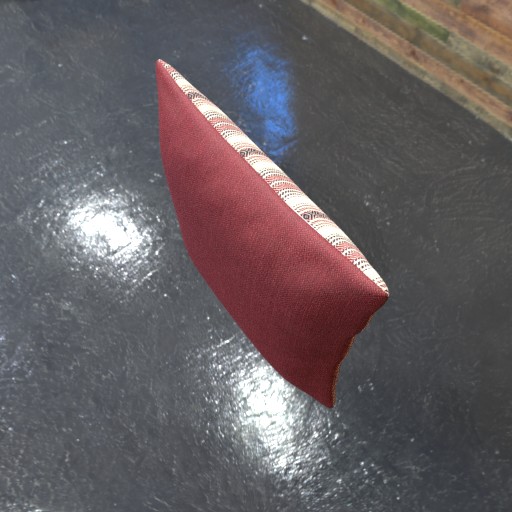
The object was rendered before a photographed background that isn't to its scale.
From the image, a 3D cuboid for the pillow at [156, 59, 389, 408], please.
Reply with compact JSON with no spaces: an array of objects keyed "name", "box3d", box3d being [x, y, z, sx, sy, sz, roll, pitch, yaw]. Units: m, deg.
[{"name":"pillow","box3d":[0.000,0.000,0.788,0.166,0.497,0.513,-31,63,-18]}]
